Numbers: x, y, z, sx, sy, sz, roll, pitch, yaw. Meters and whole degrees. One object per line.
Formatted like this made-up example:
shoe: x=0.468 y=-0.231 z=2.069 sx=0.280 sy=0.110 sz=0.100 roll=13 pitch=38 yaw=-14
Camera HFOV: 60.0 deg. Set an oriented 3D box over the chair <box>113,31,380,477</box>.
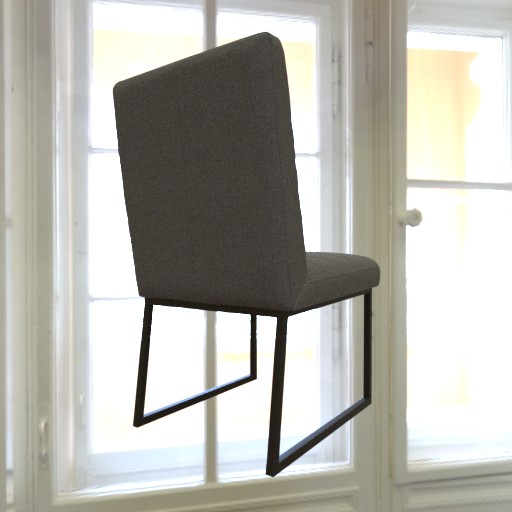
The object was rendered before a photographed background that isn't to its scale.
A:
chair: x=0.000 y=0.000 z=1.276 sx=0.520 sy=0.930 sz=0.634 roll=1 pitch=1 yaw=36
